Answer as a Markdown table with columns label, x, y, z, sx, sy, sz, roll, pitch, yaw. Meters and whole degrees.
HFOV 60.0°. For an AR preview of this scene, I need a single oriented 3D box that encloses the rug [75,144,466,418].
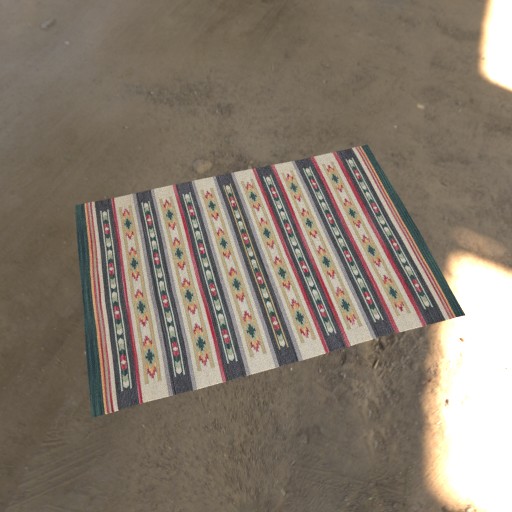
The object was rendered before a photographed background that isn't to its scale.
| label | x | y | z | sx | sy | sz | roll | pitch | yaw |
| --- | --- | --- | --- | --- | --- | --- | --- | --- | --- |
| rug | 0.000 | 0.000 | 2.365 | 1.825 | 0.009 | 1.221 | -13 | 59 | -8 |
